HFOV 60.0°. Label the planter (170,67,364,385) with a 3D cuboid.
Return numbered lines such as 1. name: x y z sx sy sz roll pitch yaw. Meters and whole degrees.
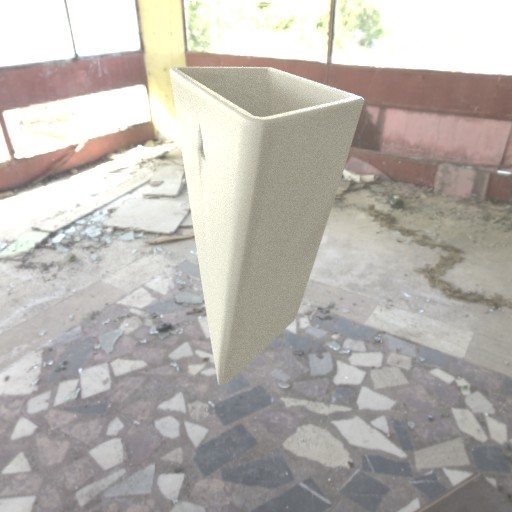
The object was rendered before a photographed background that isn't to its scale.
1. planter: 0.000 0.000 0.268 0.060 0.197 0.150 -11 32 -18
